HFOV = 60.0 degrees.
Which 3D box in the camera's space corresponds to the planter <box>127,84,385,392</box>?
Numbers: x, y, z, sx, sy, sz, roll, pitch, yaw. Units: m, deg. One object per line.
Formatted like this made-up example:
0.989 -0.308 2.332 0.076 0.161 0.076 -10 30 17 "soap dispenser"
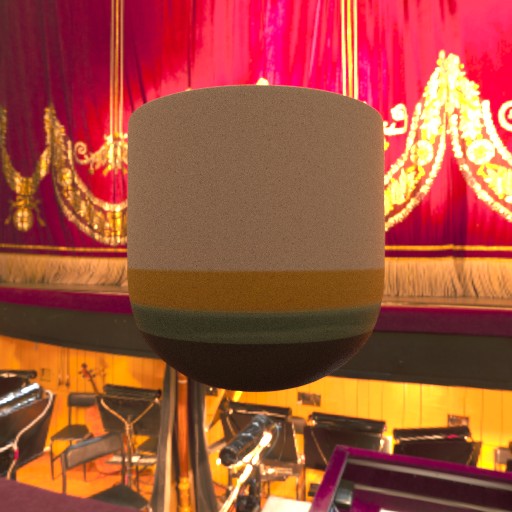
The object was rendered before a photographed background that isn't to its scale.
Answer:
0.000 0.000 0.480 0.268 0.270 0.268 0 0 0 "planter"
